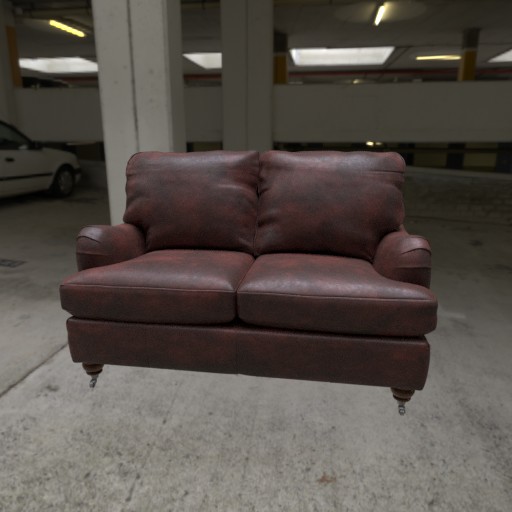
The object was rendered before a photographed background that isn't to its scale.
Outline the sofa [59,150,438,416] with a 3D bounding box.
[{"bbox_3d":[0.000,0.000,2.333,1.628,1.070,1.148,2,16,8],"label":"sofa"}]
